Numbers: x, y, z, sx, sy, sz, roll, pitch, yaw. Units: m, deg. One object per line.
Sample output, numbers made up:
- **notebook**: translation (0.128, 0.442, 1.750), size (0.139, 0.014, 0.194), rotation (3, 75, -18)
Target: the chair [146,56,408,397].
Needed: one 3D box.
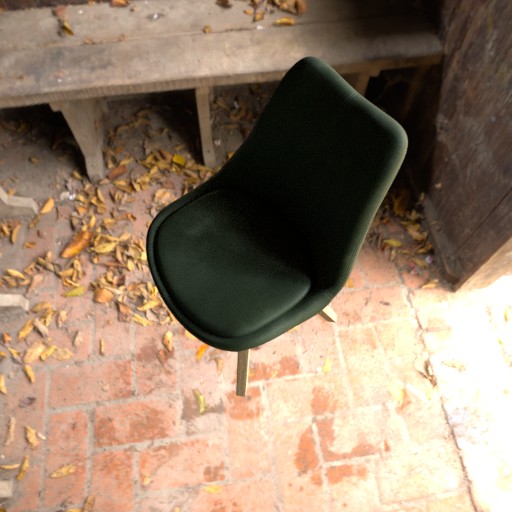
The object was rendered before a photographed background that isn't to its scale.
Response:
- **chair**: translation (0.000, 0.000, 1.211), size (0.547, 0.865, 0.483), rotation (-34, 68, -16)
